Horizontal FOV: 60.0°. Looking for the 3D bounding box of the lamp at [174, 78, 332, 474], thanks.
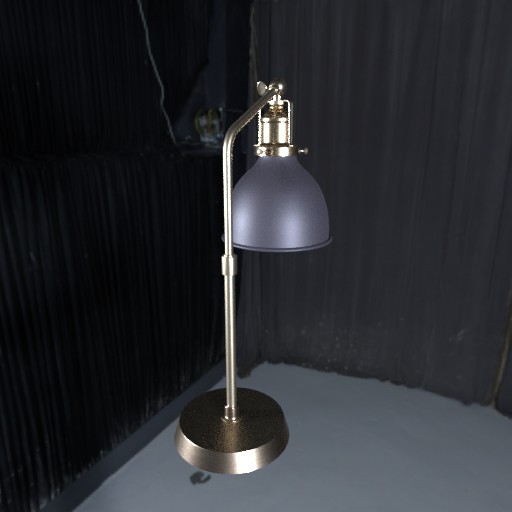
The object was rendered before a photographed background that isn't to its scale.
[{"bbox_3d":[0.000,0.000,0.592,0.160,0.456,0.291,8,18,26],"label":"lamp"}]
